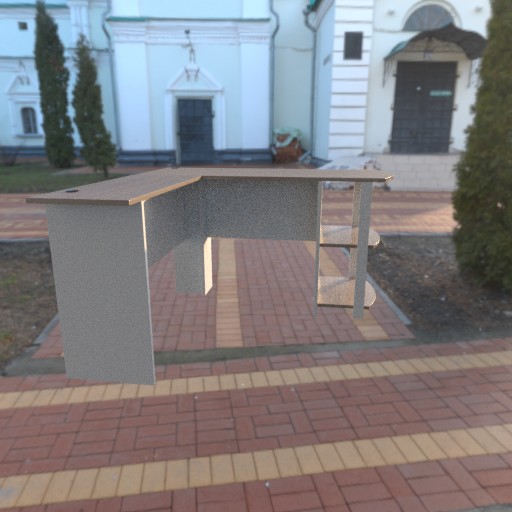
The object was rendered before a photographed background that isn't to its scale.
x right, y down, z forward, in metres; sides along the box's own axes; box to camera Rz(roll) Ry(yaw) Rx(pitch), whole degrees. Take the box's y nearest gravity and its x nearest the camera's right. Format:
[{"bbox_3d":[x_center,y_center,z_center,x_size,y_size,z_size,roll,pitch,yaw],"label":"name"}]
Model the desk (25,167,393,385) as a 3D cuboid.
[{"bbox_3d":[0.000,0.000,2.083,1.303,0.716,1.361,2,16,8],"label":"desk"}]
